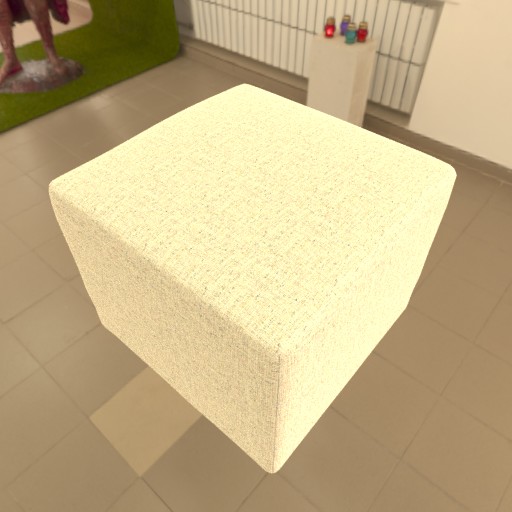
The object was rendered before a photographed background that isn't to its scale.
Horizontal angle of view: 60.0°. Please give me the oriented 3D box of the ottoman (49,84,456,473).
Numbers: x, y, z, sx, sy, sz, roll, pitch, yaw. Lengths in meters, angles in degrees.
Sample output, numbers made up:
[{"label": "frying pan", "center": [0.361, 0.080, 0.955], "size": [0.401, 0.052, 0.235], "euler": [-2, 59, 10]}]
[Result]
[{"label": "ottoman", "center": [0.000, 0.000, 0.891], "size": [0.521, 0.453, 0.512], "euler": [32, 54, 27]}]
